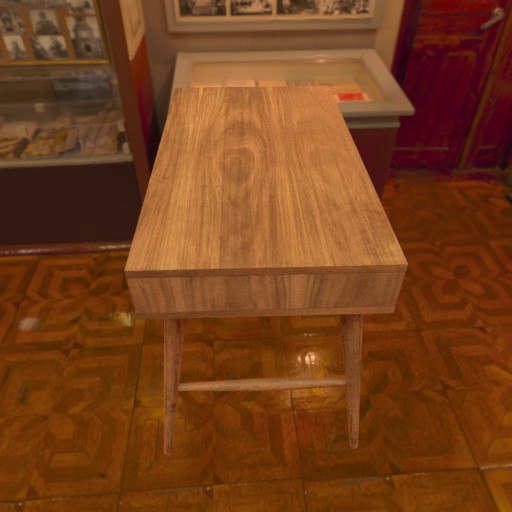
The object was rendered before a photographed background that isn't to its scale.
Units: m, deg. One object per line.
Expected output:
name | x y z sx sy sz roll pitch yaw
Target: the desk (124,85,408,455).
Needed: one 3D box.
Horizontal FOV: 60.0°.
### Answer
desk | 0.000 0.000 1.450 0.588 0.758 0.949 -1 41 -2
